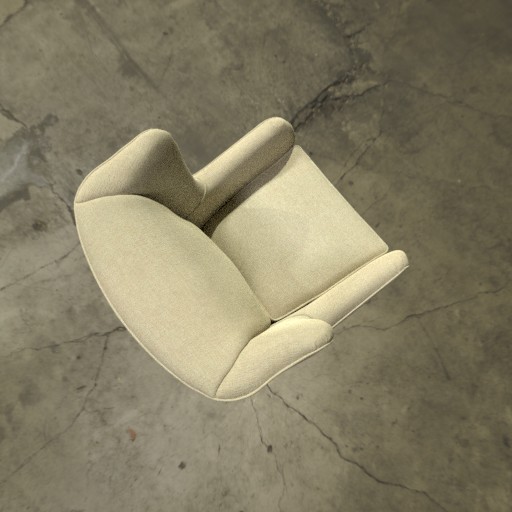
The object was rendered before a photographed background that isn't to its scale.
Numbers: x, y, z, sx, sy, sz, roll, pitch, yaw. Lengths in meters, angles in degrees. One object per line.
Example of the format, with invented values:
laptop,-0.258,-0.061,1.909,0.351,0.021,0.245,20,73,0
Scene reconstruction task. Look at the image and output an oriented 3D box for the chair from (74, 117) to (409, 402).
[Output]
chair,0.000,0.000,1.760,0.966,1.040,0.838,-37,78,-9
